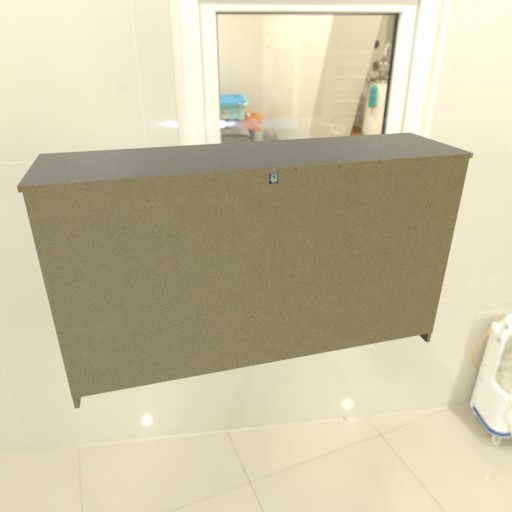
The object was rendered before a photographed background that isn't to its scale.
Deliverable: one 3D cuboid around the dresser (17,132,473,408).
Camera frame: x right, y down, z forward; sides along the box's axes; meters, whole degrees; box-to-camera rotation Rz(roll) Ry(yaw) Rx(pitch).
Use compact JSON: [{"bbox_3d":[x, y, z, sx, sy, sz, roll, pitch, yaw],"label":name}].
[{"bbox_3d":[0.000,0.000,1.617,1.360,0.755,0.401,-7,27,-14],"label":"dresser"}]
